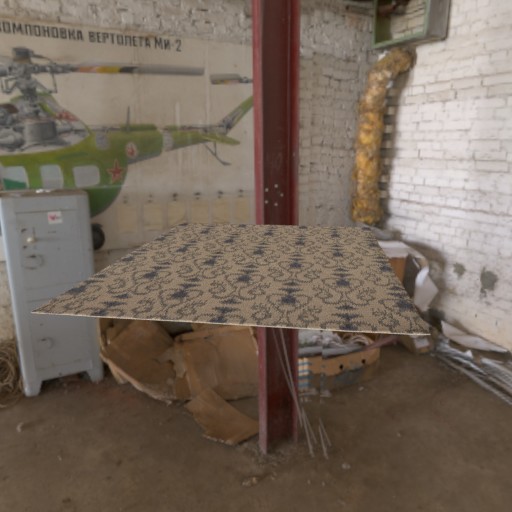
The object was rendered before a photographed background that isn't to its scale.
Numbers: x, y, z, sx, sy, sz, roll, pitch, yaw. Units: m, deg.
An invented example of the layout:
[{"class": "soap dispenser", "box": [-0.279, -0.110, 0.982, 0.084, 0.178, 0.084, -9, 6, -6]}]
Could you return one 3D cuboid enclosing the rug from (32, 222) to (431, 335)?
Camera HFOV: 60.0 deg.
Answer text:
[{"class": "rug", "box": [0.000, 0.000, 4.172, 2.437, 0.015, 3.205, 2, 15, 8]}]
